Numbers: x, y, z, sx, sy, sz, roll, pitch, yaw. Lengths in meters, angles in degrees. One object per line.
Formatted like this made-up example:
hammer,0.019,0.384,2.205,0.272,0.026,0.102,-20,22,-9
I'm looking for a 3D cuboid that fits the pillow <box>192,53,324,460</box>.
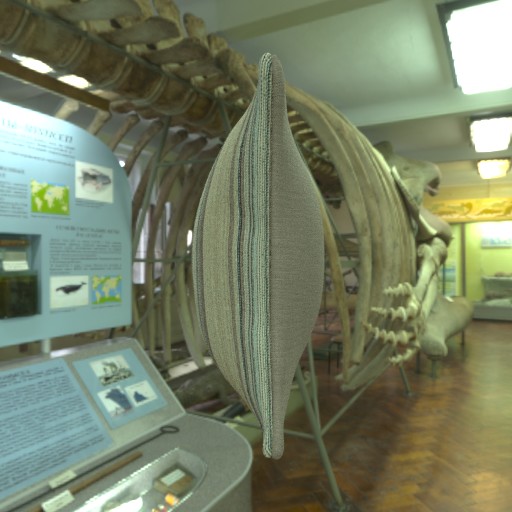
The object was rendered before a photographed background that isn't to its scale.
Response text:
pillow,0.000,0.000,0.661,0.189,0.416,0.435,0,0,-2
